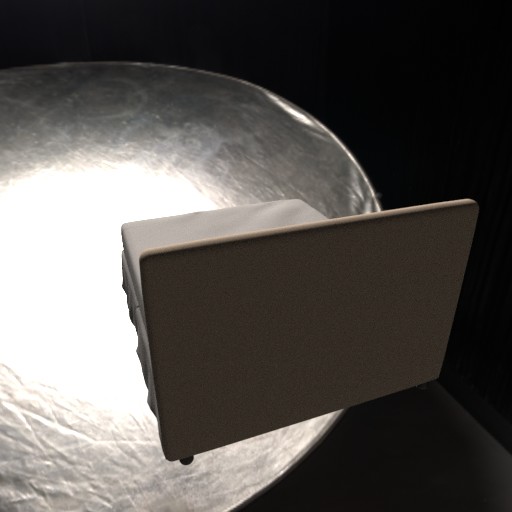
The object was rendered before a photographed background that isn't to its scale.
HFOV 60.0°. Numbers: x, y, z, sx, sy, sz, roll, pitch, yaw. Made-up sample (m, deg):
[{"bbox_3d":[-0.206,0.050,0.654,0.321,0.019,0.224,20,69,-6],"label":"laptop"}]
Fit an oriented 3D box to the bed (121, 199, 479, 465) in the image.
[{"bbox_3d":[0.000,0.000,3.265,1.884,1.330,2.142,-10,28,-19],"label":"bed"}]
